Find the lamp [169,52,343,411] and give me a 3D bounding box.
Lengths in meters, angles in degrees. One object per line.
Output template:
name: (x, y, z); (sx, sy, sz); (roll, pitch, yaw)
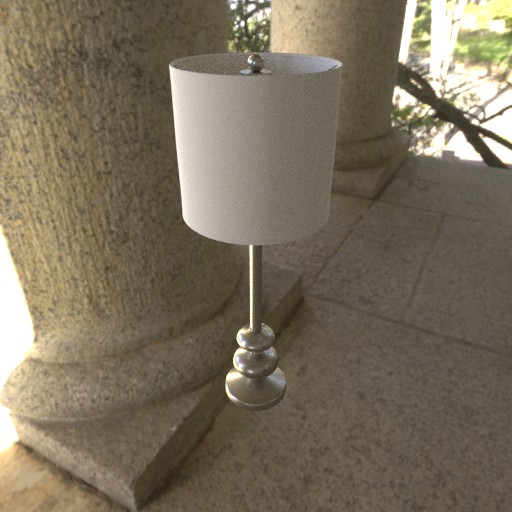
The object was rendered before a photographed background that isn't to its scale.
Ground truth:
lamp: (0.000, 0.000, 0.825); (0.254, 0.690, 0.254); (-1, 31, -1)
